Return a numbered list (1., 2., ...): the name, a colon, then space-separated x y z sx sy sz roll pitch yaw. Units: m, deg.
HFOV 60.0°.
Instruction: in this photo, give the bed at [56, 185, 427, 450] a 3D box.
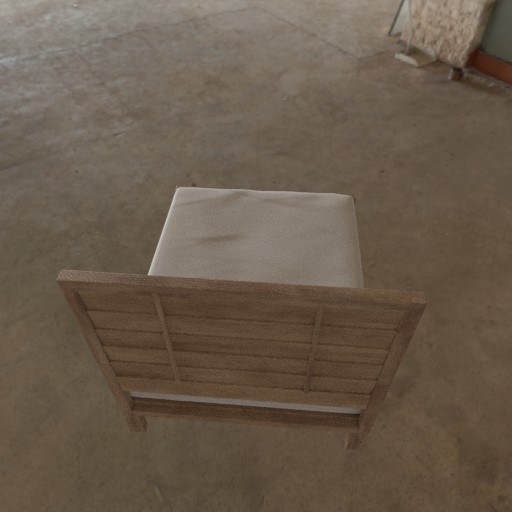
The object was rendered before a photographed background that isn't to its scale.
1. bed: 0.000 0.000 3.195 1.615 1.631 2.017 3 46 3
